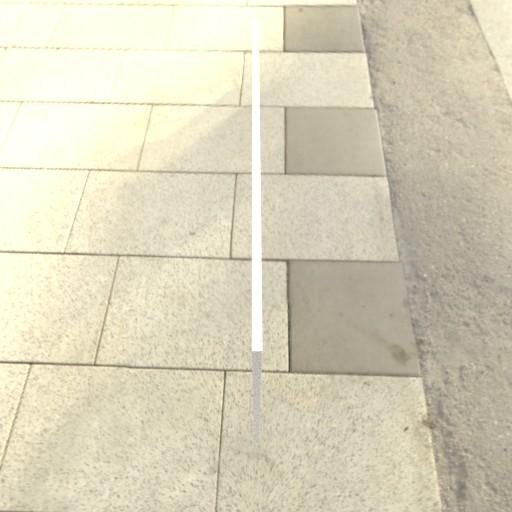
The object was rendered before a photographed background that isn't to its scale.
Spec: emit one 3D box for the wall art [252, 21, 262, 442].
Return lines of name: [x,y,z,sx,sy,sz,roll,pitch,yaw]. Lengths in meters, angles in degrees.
wall art: [0.000,0.000,1.190,0.015,0.812,0.812,0,59,0]
